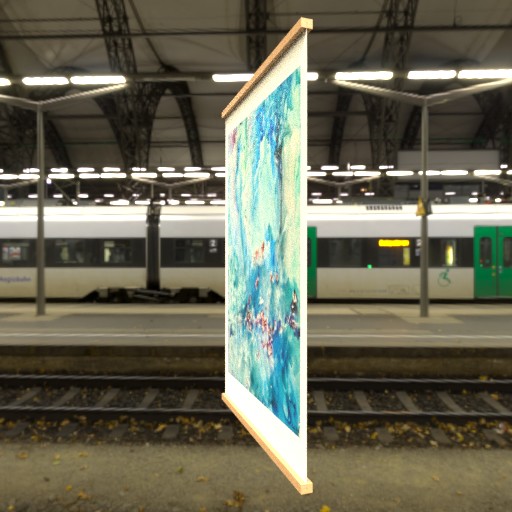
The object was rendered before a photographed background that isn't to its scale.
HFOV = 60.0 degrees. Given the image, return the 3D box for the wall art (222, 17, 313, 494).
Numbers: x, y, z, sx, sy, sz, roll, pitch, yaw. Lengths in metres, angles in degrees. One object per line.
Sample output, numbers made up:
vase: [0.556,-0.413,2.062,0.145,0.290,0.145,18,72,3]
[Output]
wall art: [0.000,0.000,1.268,0.027,1.020,0.669,0,0,-19]
